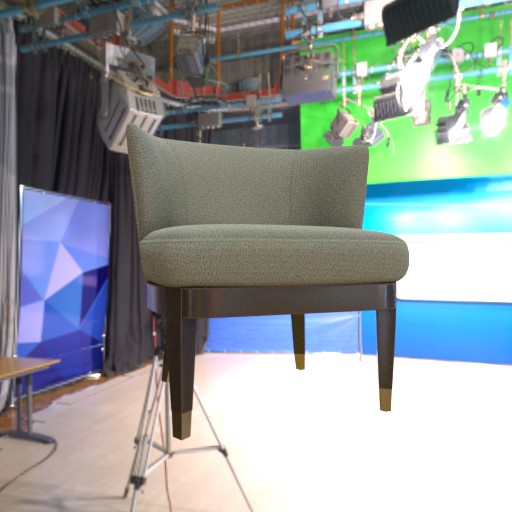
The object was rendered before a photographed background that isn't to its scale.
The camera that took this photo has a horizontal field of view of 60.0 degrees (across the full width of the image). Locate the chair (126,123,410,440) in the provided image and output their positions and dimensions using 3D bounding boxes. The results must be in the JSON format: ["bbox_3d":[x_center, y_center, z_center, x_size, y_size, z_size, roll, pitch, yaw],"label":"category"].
[{"bbox_3d":[0.000,0.000,1.239,0.700,0.760,0.660,0,0,-19],"label":"chair"}]
